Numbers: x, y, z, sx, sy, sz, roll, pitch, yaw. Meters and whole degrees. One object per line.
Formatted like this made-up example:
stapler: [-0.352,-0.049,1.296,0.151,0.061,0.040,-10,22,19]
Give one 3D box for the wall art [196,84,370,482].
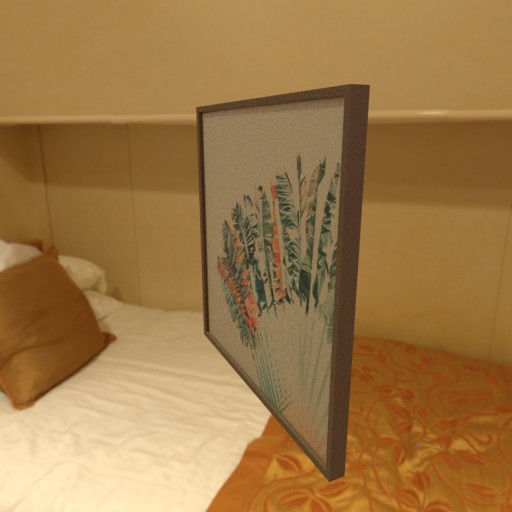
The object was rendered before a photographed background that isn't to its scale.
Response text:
wall art: [0.000,0.000,1.136,0.038,0.758,0.761,-7,17,-25]
